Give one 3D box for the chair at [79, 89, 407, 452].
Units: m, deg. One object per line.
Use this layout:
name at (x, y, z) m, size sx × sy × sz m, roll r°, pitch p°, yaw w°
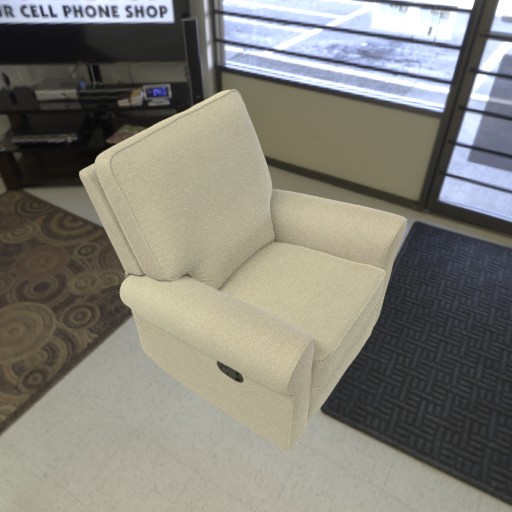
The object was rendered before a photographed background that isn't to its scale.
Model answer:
chair at (0.000, 0.000, 1.669) m, size 0.878 × 0.960 × 0.890 m, roll 25°, pitch 46°, yaw 26°
